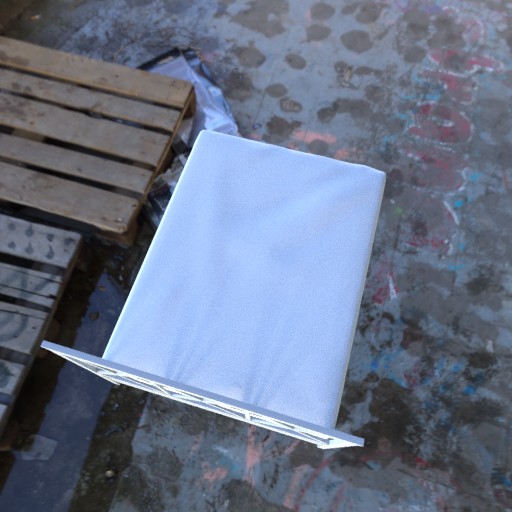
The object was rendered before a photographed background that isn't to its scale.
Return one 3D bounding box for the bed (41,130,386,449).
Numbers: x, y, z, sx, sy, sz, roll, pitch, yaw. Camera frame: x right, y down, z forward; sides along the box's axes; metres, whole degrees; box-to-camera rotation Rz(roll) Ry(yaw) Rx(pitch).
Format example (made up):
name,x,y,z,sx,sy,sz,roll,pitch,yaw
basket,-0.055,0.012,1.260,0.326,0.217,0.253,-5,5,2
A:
name,x,y,z,sx,sy,sz,roll,pitch,yaw
bed,0.000,0.000,3.162,1.673,1.253,2.135,15,67,7
